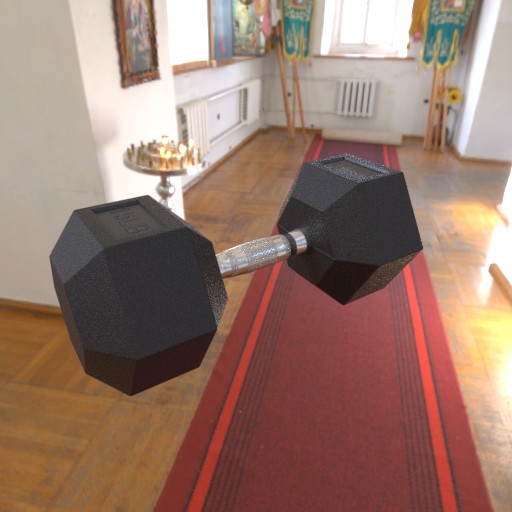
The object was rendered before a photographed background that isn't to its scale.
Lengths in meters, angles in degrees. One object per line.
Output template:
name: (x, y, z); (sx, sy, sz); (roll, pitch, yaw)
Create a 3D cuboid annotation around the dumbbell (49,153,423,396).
dumbbell: (0.000, 0.000, 0.332); (0.271, 0.106, 0.122); (-17, 33, -29)
